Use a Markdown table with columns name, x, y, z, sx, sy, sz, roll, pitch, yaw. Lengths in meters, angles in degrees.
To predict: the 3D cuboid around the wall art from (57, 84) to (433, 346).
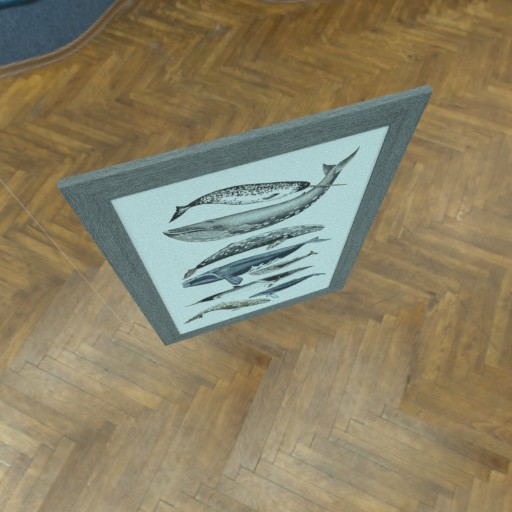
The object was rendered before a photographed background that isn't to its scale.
| name | x | y | z | sx | sy | sz | roll | pitch | yaw |
| --- | --- | --- | --- | --- | --- | --- | --- | --- | --- |
| wall art | 0.000 | 0.000 | 1.345 | 0.768 | 1.070 | 0.020 | -17 | 64 | -8 |
